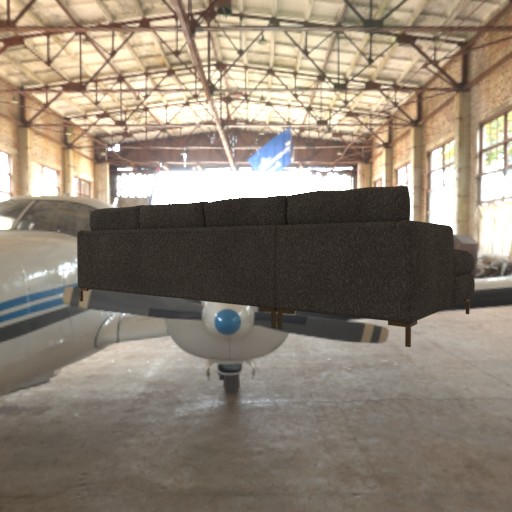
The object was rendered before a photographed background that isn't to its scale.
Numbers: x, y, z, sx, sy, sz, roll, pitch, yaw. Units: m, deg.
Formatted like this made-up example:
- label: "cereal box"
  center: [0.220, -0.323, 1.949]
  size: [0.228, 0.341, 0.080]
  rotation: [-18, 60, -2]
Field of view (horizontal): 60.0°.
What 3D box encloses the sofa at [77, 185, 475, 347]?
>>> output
- label: "sofa"
  center: [0.000, 0.000, 3.506]
  size: [2.932, 0.810, 1.350]
  rotation: [1, 2, 37]
